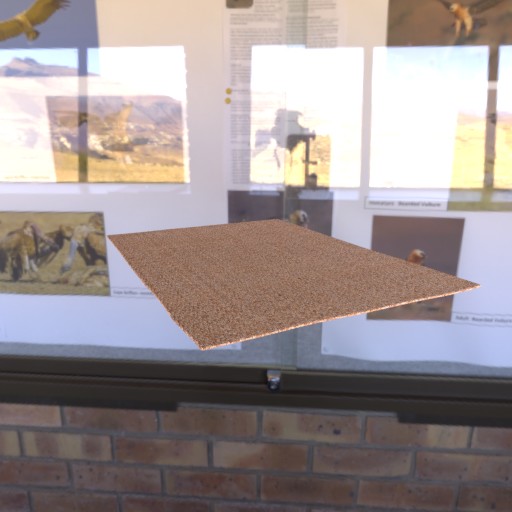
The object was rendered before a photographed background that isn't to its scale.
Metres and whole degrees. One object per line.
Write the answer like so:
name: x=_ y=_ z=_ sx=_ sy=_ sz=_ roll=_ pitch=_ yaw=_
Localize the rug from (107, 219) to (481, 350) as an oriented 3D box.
rug: x=0.000 y=0.000 z=2.845 sx=1.566 sy=0.013 sz=2.141 roll=-8 pitch=17 yaw=-27
